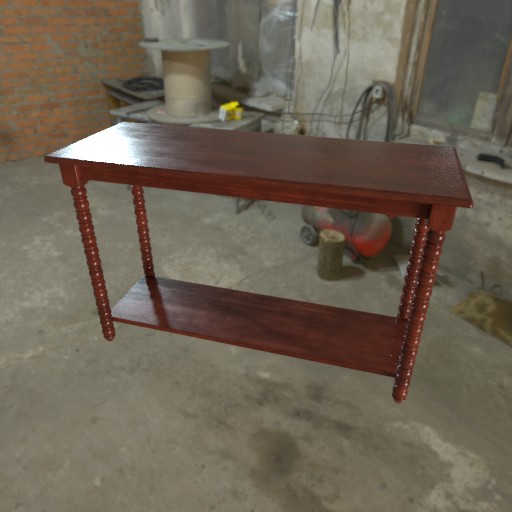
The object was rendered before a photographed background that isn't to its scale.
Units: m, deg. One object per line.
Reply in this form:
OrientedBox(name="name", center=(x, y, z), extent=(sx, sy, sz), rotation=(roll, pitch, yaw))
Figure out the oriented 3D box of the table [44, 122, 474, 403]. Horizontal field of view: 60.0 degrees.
OrientedBox(name="table", center=(0.000, 0.000, 1.538), extent=(1.184, 0.740, 0.459), rotation=(8, 31, 14))
